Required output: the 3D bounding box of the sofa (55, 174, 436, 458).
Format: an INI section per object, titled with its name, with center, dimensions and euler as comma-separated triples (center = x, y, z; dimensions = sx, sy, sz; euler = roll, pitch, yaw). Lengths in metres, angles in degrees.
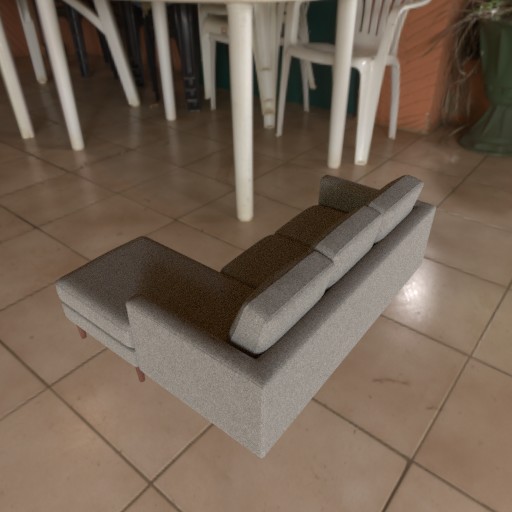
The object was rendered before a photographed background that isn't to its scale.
[sofa]
center = 0.000, 0.000, 3.027
dimensions = 1.667, 0.957, 2.055
euler = 24, 41, 31
